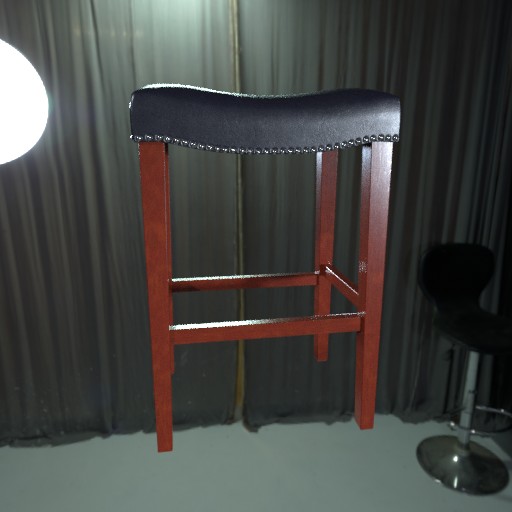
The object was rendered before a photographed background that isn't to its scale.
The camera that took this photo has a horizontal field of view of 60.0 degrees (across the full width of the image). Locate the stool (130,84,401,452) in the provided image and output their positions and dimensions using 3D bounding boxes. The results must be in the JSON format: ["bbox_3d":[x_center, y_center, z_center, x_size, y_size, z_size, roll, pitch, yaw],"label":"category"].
[{"bbox_3d":[0.000,0.000,1.047,0.504,0.742,0.372,-2,15,-9],"label":"stool"}]
